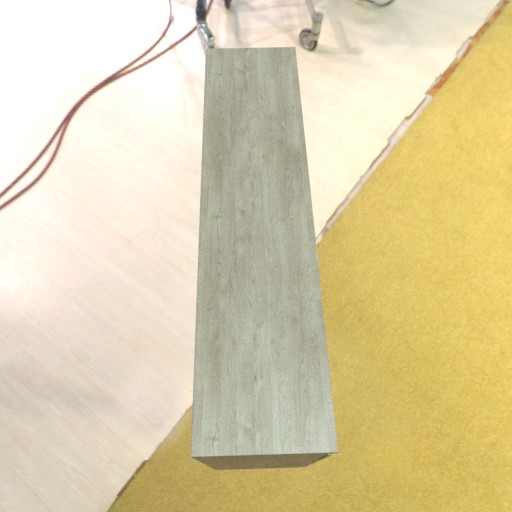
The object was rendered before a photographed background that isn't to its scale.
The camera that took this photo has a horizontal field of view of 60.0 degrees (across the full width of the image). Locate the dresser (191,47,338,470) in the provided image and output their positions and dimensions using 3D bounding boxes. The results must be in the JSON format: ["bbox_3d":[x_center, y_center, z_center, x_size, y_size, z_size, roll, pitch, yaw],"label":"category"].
[{"bbox_3d":[0.000,0.000,1.867,0.390,0.795,1.590,-2,62,-1],"label":"dresser"}]
